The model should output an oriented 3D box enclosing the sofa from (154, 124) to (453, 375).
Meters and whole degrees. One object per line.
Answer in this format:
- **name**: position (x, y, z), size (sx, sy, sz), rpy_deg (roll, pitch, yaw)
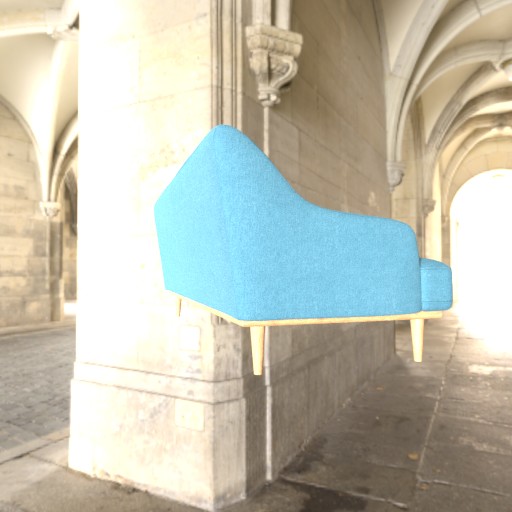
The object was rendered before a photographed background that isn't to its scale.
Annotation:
- **sofa**: position (0.000, 0.000, 2.544), size (0.978, 0.871, 2.057), rpy_deg (0, -1, -18)
